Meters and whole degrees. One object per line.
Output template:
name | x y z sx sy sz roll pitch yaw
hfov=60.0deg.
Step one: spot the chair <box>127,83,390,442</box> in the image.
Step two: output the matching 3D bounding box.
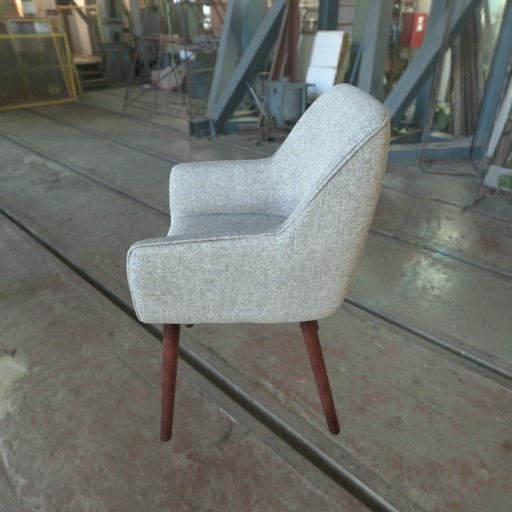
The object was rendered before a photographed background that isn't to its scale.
chair | 0.000 0.000 1.152 0.519 0.803 0.543 0 28 0
